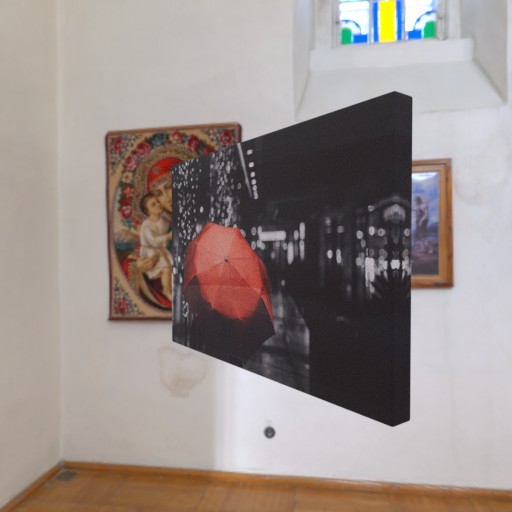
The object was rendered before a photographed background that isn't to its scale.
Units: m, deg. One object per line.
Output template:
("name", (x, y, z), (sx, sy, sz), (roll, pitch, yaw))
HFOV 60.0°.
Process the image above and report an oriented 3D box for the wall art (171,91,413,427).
("wall art", (0.000, 0.000, 0.788), (0.037, 0.406, 0.609), (-1, 1, -36))
